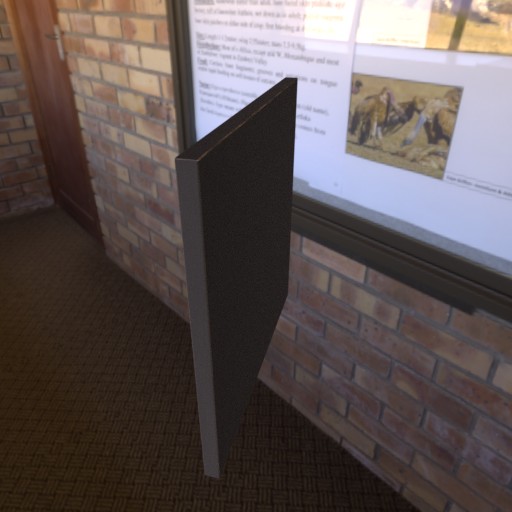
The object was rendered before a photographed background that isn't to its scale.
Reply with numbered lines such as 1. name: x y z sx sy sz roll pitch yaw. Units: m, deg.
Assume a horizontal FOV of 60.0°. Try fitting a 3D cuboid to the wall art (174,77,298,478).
1. wall art: 0.000 0.000 0.460 0.015 0.303 0.304 8 32 13
